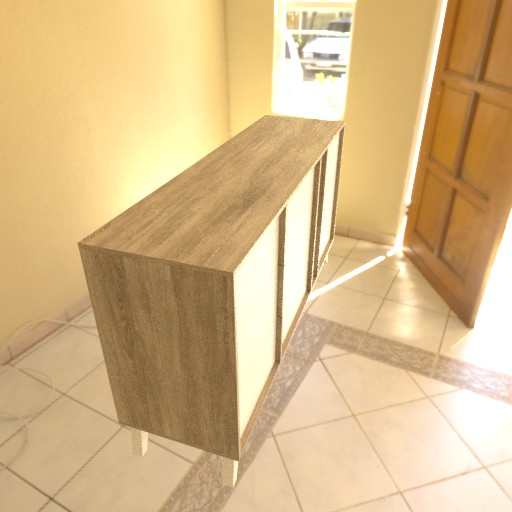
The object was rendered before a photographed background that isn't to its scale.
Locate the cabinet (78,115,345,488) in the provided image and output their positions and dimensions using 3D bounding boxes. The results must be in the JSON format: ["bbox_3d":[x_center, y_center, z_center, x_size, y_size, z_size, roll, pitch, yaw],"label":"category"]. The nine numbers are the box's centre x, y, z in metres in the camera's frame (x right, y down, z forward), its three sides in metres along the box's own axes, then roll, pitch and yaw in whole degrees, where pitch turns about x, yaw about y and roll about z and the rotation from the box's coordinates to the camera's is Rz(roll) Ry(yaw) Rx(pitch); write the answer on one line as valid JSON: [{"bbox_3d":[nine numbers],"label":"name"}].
[{"bbox_3d":[0.000,0.000,1.992,0.450,0.870,1.600,10,32,17],"label":"cabinet"}]
